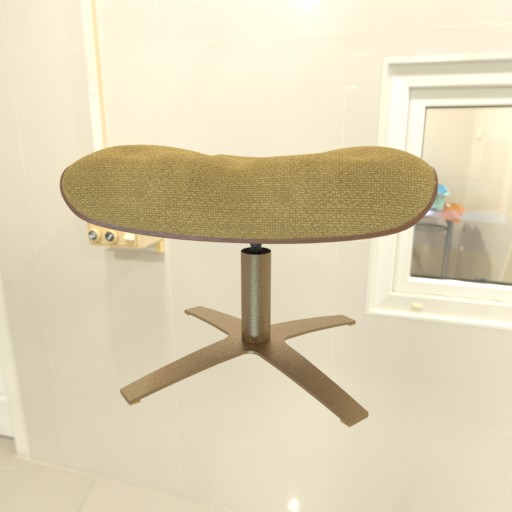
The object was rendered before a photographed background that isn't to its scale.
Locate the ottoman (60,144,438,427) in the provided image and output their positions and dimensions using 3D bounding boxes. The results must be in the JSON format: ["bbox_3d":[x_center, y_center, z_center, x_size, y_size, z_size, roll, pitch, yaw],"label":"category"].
[{"bbox_3d":[0.000,0.000,0.799,0.520,0.391,0.394,2,16,9],"label":"ottoman"}]
